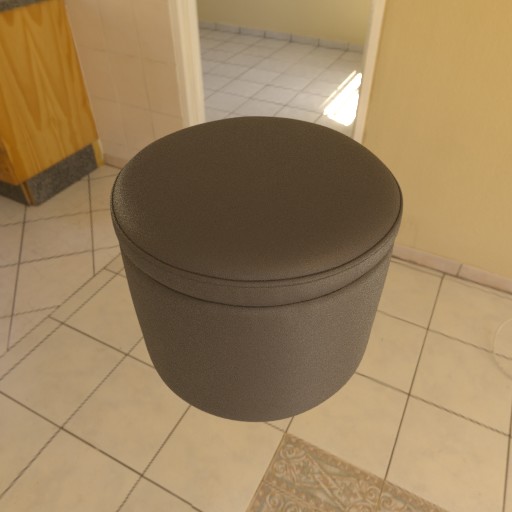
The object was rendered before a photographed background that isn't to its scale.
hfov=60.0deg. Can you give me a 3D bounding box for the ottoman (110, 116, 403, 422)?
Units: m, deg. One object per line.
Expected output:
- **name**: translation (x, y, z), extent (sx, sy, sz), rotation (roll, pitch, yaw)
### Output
- **ottoman**: translation (0.000, 0.000, 0.880), extent (0.500, 0.409, 0.500), rotation (0, 42, 0)
